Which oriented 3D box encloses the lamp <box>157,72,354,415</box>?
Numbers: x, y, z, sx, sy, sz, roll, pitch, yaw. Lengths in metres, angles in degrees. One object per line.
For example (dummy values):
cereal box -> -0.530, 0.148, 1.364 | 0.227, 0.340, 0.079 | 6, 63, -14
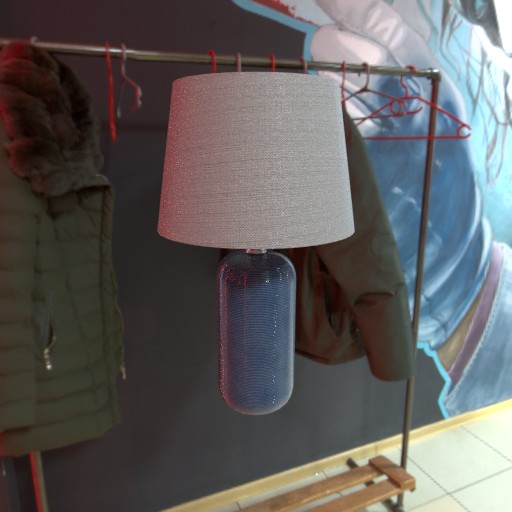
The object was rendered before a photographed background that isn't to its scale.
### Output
lamp -> 0.000, 0.000, 0.590 | 0.253, 0.428, 0.253 | 0, 14, 0
